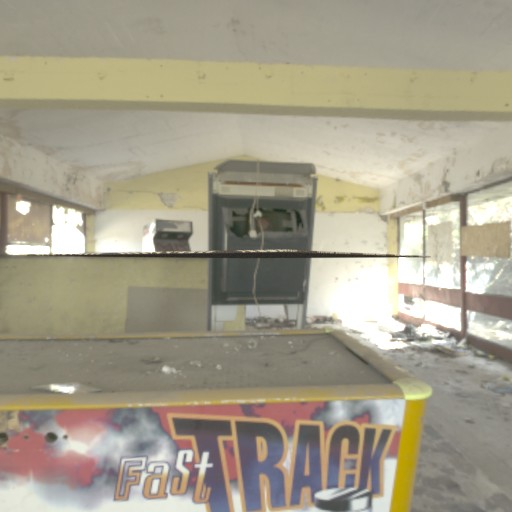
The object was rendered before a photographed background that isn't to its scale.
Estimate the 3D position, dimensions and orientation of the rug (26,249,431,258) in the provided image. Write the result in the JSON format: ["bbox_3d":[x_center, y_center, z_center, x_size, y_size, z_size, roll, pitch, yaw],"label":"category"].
[{"bbox_3d":[0.000,0.000,4.137,2.438,0.016,3.048,-1,-1,34],"label":"rug"}]
